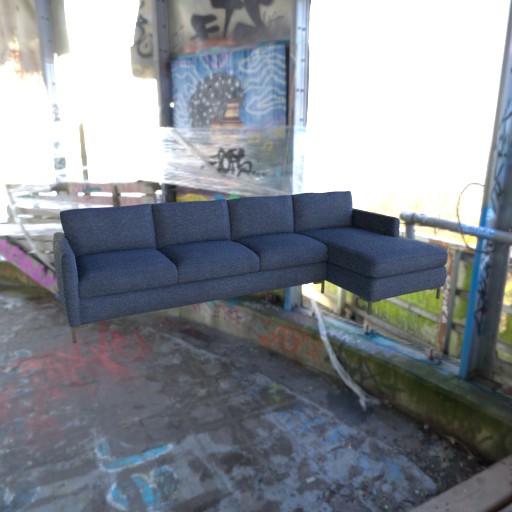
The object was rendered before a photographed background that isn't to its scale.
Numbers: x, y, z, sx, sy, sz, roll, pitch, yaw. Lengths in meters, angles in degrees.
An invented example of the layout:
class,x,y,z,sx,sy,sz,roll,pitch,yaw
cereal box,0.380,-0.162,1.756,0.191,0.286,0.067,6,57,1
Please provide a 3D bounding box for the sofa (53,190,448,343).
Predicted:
class,x,y,z,sx,sy,sz,roll,pitch,yaw
sofa,0.000,0.000,3.572,2.932,0.810,1.350,-8,17,-26
